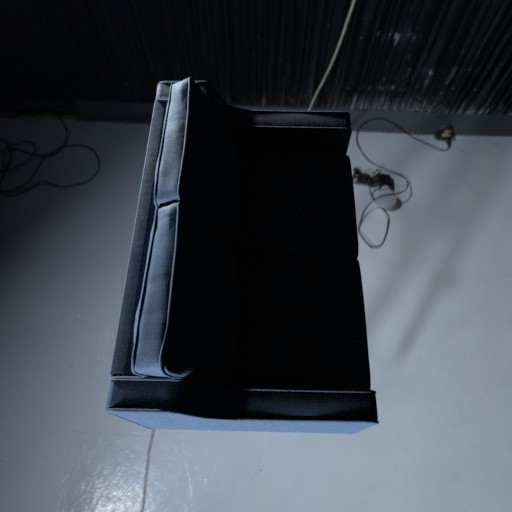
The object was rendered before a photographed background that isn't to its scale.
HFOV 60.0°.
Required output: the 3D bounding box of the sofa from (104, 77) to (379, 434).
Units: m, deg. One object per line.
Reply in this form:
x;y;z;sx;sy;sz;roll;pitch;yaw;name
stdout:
0.000;0.000;2.087;0.987;0.971;1.501;1;64;1;sofa
